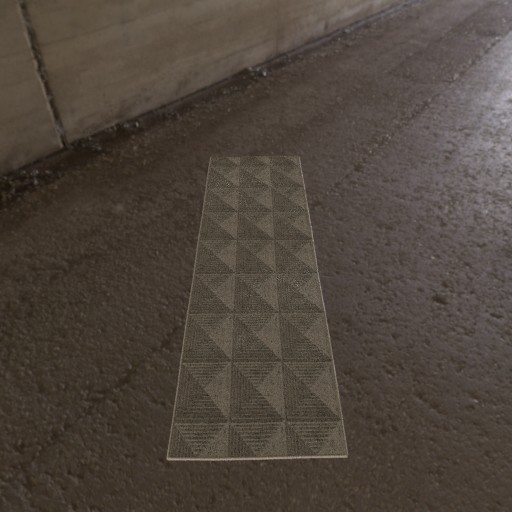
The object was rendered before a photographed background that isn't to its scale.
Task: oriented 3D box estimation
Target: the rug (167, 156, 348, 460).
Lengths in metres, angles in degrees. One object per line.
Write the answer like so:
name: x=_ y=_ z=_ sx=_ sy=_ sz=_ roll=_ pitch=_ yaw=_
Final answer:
rug: x=0.000 y=0.000 z=2.376 sx=0.645 sy=0.015 sz=2.182 roll=0 pitch=41 yaw=0
